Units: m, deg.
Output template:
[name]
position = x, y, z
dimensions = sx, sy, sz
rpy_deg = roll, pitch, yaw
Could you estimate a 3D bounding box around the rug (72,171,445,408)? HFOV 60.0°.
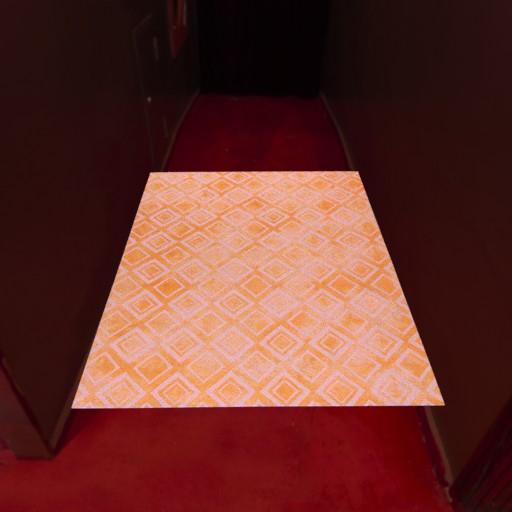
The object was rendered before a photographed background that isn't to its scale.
[rug]
position = 0.000, 0.000, 4.041
dimensions = 2.433, 0.011, 3.037
rpy_deg = 0, 40, 0
